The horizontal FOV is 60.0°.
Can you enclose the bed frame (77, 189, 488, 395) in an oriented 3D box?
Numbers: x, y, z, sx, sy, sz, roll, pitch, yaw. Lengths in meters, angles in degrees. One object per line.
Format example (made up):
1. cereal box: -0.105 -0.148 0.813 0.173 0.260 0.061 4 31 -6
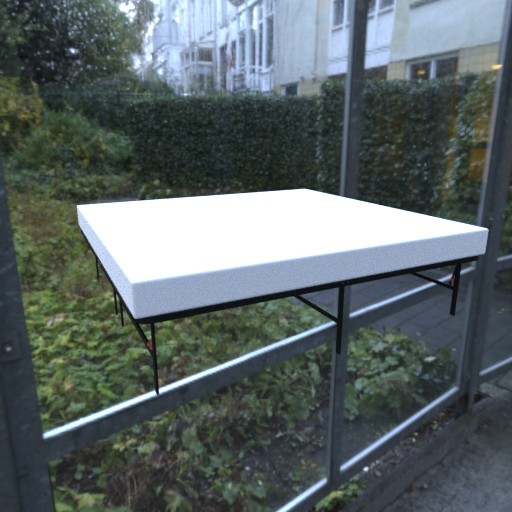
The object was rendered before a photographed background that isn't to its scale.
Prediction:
1. bed frame: 0.000 0.000 3.014 2.032 0.559 1.930 -8 18 -26
